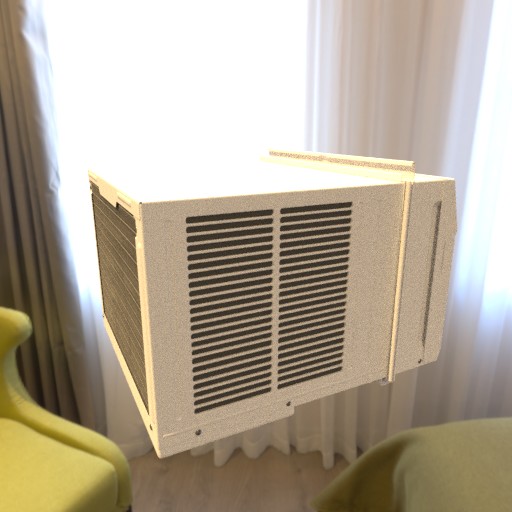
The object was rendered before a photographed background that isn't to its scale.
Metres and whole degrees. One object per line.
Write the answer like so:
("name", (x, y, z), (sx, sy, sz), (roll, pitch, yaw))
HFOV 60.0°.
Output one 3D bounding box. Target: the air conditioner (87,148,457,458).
("air conditioner", (0.000, 0.000, 0.877), (0.546, 0.388, 0.503), (-8, 18, -26))
